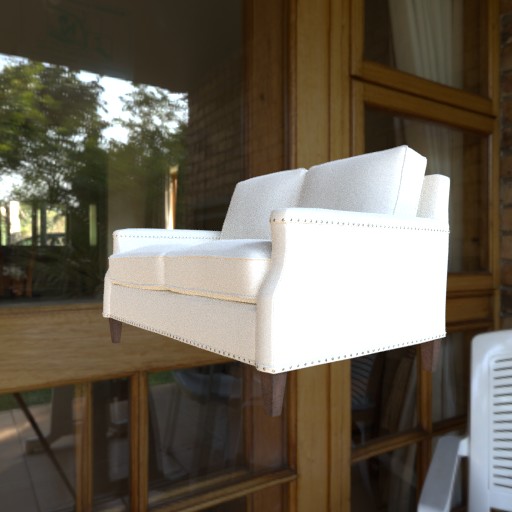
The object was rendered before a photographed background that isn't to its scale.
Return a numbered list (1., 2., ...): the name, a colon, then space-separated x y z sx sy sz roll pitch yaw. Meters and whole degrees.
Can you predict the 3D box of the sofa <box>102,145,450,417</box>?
1. sofa: 0.000 0.000 2.273 1.084 1.003 1.597 0 0 -37
